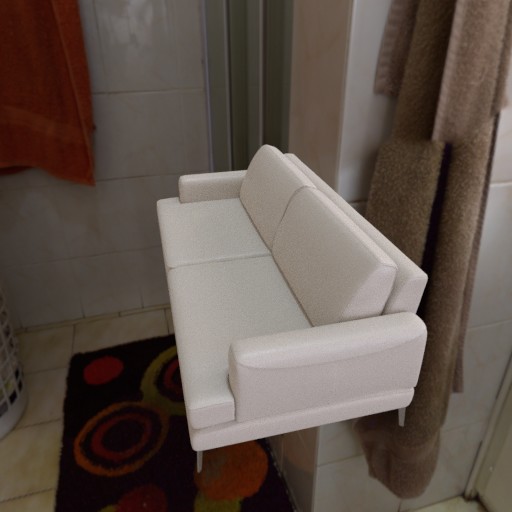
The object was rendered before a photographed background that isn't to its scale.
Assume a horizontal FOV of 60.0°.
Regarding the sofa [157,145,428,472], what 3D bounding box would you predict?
[{"bbox_3d":[0.000,0.000,2.417,0.974,0.765,1.940,-7,30,-12],"label":"sofa"}]
